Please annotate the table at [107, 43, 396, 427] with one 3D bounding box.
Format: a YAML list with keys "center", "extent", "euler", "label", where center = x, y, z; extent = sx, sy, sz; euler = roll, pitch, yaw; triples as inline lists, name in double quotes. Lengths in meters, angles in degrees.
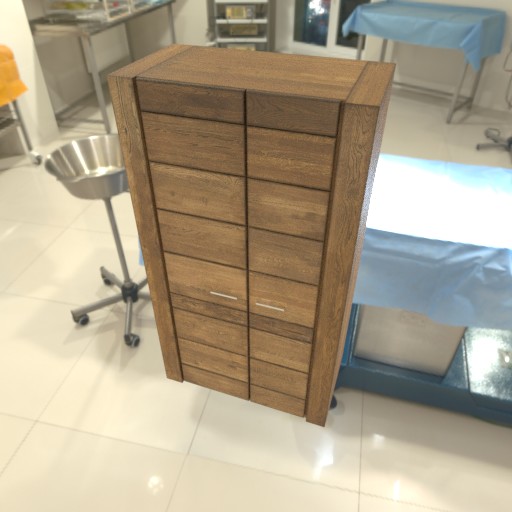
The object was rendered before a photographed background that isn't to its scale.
- center: [0.000, 0.000, 2.489]
  extent: [1.100, 2.000, 0.600]
  euler: [12, 40, 15]
  label: "table"
